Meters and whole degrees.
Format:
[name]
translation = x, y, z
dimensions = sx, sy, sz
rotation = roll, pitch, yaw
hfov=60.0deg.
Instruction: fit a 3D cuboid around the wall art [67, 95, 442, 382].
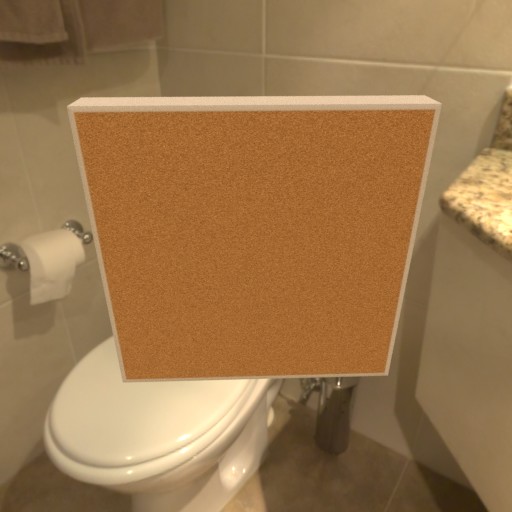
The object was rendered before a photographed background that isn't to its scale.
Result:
[wall art]
translation = 0.000, 0.000, 0.452
dimensions = 0.305, 0.304, 0.038
rotation = -1, 30, -2
